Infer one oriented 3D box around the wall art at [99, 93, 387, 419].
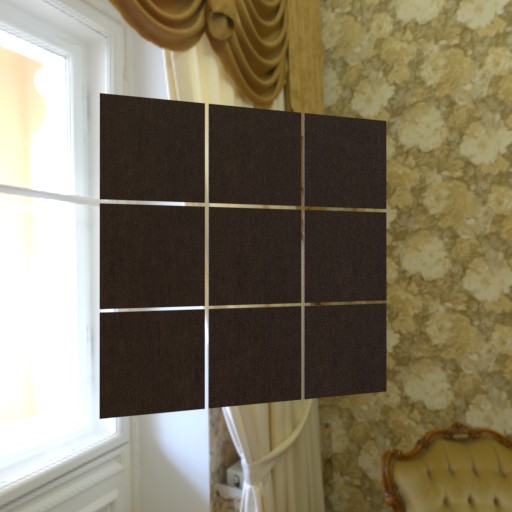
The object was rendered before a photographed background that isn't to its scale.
[{"bbox_3d":[0.000,0.000,2.292,1.527,1.525,0.014,0,0,-16],"label":"wall art"}]
